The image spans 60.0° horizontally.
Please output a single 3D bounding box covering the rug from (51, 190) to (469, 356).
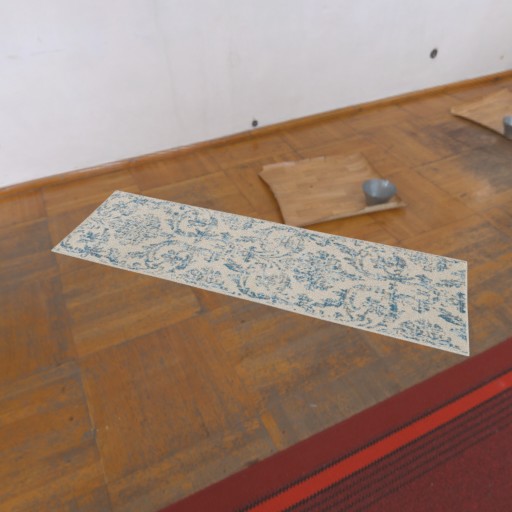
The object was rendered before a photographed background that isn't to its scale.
[{"bbox_3d":[0.000,0.000,2.441,2.196,0.011,0.662,13,42,14],"label":"rug"}]
